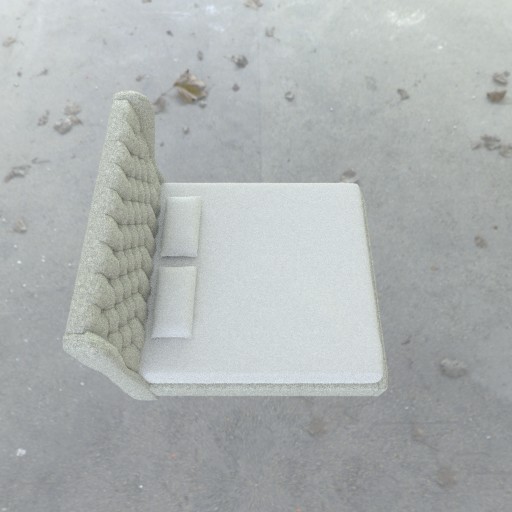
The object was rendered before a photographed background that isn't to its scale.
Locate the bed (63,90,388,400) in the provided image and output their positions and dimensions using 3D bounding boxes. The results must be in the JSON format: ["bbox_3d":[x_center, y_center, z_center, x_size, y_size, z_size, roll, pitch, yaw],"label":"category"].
[{"bbox_3d":[0.000,0.000,3.899,2.347,1.771,2.219,0,63,0],"label":"bed"}]
